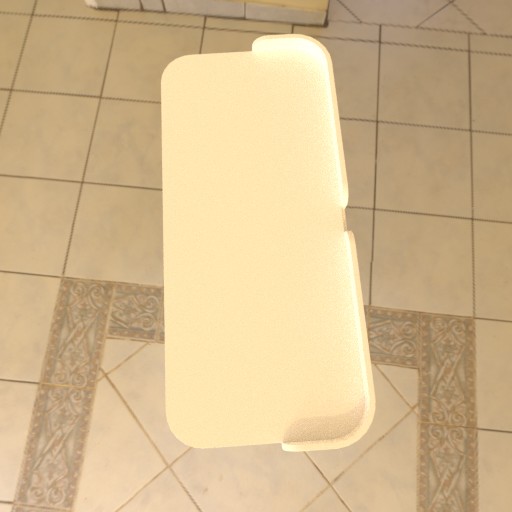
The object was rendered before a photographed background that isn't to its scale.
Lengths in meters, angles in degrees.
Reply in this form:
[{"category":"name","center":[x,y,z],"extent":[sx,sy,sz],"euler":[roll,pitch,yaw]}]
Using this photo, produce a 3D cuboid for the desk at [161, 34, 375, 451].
[{"category":"desk","center":[0.000,0.000,1.620],"extent":[0.534,0.807,1.206],"euler":[-4,75,-1]}]
